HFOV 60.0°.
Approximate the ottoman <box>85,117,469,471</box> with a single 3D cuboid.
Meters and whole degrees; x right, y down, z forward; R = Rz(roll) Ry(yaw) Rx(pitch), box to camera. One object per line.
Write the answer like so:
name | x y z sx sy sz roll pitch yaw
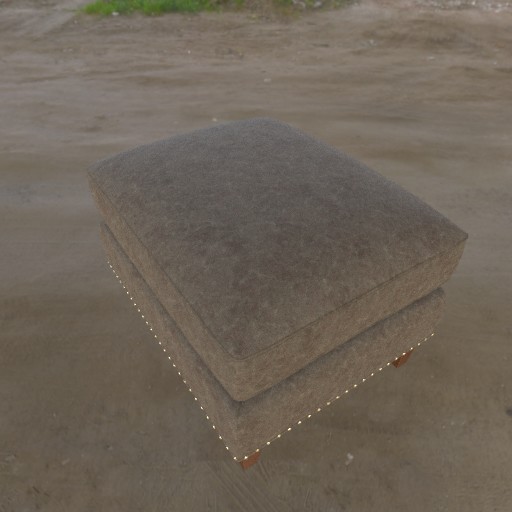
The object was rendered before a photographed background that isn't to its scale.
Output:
ottoman | 0.000 0.000 1.121 0.584 0.513 0.741 -23 45 -25
